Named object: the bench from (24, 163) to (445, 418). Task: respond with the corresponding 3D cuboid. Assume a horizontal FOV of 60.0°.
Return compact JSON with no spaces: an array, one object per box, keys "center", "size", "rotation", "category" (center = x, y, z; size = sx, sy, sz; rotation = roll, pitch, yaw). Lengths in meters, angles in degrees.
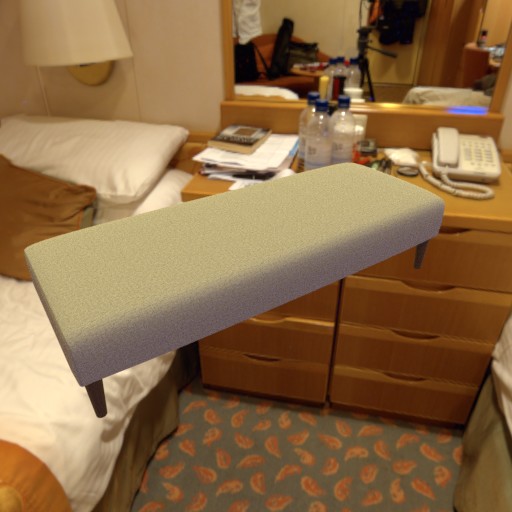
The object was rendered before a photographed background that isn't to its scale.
[{"center":[0.000,0.000,1.816],"size":[1.598,0.383,0.631],"rotation":[-19,36,-29],"category":"bench"}]
